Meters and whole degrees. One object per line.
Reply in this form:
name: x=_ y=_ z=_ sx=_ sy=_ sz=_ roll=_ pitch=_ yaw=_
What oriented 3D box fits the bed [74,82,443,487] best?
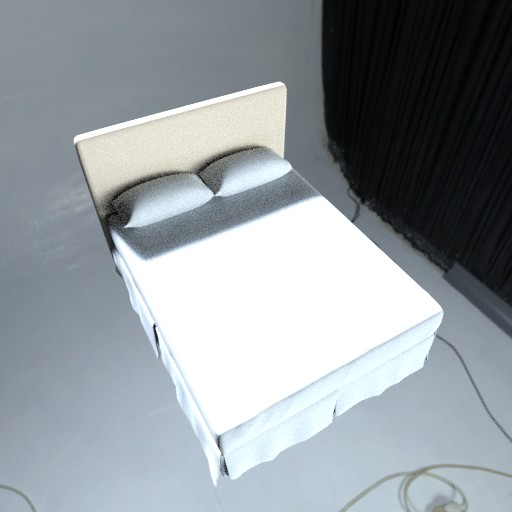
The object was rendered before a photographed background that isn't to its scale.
bed: x=0.000 y=0.000 z=3.128 sx=1.748 sy=1.330 sz=2.142 roll=-23 pitch=51 yaw=-20
